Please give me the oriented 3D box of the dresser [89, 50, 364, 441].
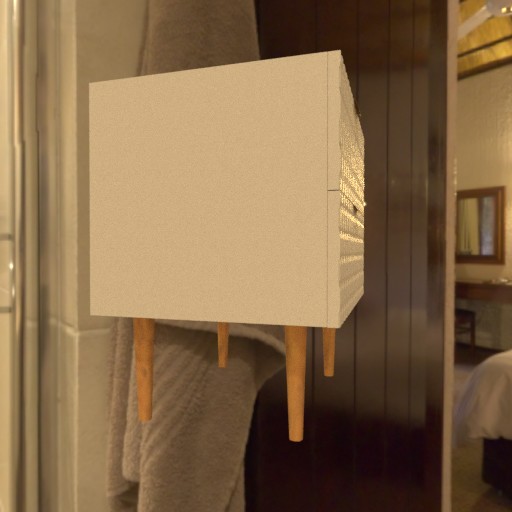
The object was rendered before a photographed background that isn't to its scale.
[{"bbox_3d":[0.000,0.000,0.904,0.414,0.568,0.503,0,1,17],"label":"dresser"}]
